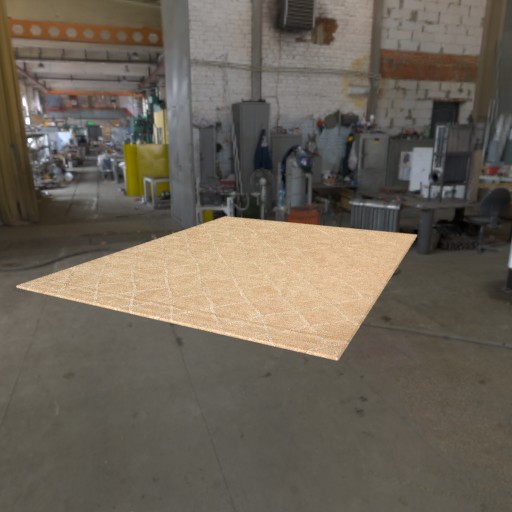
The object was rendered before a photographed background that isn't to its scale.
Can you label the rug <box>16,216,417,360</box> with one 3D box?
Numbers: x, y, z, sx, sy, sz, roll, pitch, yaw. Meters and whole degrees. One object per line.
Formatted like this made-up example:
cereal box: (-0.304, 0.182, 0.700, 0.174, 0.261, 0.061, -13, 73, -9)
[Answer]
rug: (0.000, 0.000, 4.042, 2.420, 0.019, 3.039, 8, 18, 25)
